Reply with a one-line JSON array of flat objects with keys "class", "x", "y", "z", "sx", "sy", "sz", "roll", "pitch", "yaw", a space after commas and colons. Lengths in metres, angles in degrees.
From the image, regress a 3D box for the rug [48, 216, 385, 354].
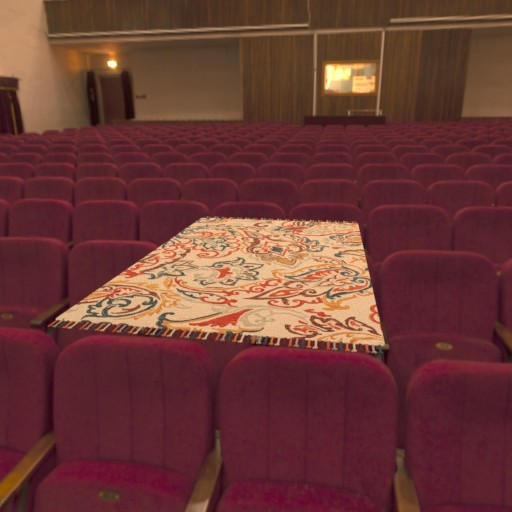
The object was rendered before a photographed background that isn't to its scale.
[{"class": "rug", "x": 0.000, "y": 0.000, "z": 3.138, "sx": 1.523, "sy": 0.010, "sz": 2.584, "roll": 3, "pitch": 17, "yaw": 9}]
